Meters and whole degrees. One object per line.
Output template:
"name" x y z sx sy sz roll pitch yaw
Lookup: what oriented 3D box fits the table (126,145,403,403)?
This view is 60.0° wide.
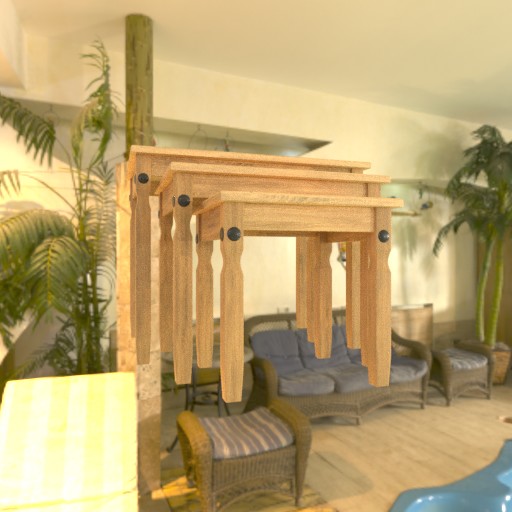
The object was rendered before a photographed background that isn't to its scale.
"table" 0.000 0.000 1.210 0.660 0.535 0.773 0 0 -18
